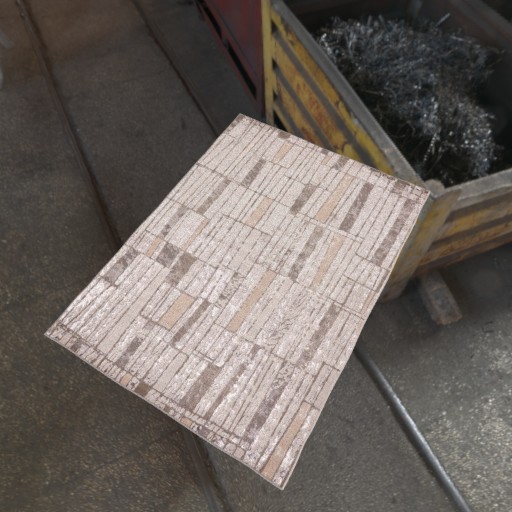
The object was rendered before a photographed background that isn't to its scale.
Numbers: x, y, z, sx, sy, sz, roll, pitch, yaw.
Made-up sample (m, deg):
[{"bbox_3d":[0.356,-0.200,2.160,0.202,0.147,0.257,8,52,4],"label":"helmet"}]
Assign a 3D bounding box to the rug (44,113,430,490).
[{"bbox_3d":[0.000,0.000,4.398,2.449,0.019,3.357,27,62,15],"label":"rug"}]
